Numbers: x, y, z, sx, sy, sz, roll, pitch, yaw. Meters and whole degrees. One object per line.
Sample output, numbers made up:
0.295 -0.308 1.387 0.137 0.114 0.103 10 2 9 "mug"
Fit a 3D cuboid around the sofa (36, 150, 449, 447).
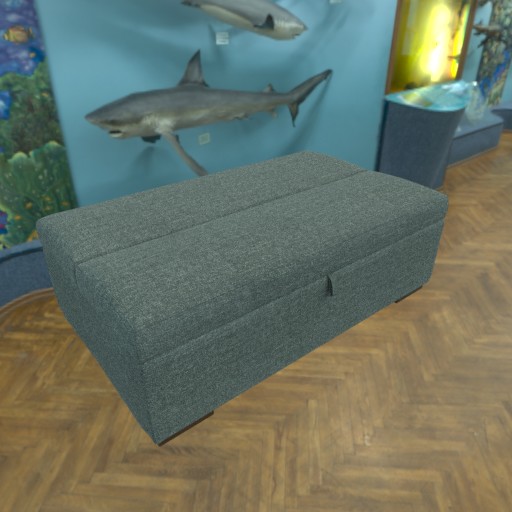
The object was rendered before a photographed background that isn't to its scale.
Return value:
0.000 0.000 1.570 1.198 0.417 0.782 -22 36 -33 "sofa"
